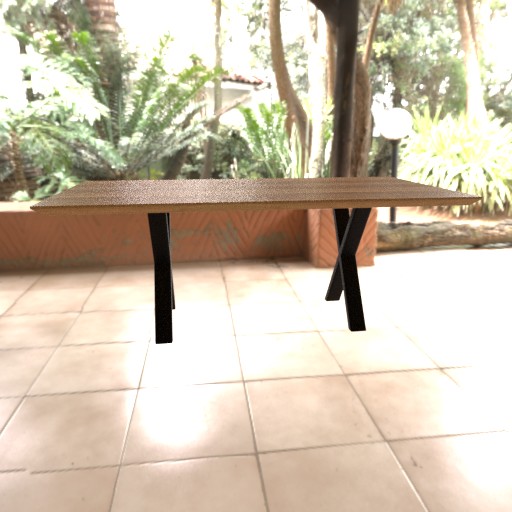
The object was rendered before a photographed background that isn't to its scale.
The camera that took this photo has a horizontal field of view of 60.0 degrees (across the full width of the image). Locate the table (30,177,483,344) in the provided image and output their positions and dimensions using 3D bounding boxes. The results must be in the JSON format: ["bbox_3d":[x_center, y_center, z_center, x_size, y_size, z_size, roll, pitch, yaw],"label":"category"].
[{"bbox_3d":[0.000,0.000,2.514,2.000,0.770,1.000,-2,16,-8],"label":"table"}]
